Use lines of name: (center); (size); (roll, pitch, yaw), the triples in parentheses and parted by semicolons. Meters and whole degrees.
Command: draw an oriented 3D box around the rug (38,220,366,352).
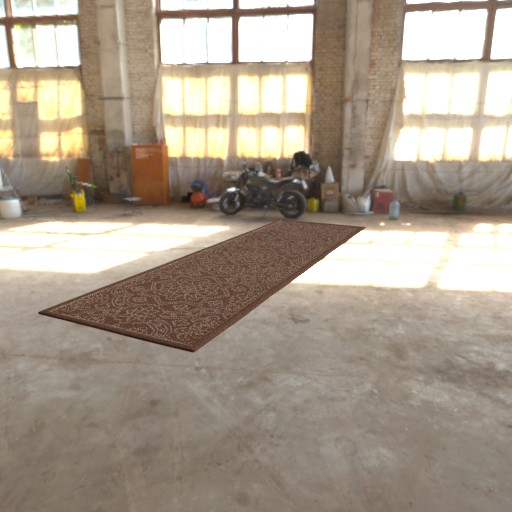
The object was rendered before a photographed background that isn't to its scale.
rug: (0.000, 0.000, 2.694); (0.769, 0.012, 2.448); (7, 16, 26)
